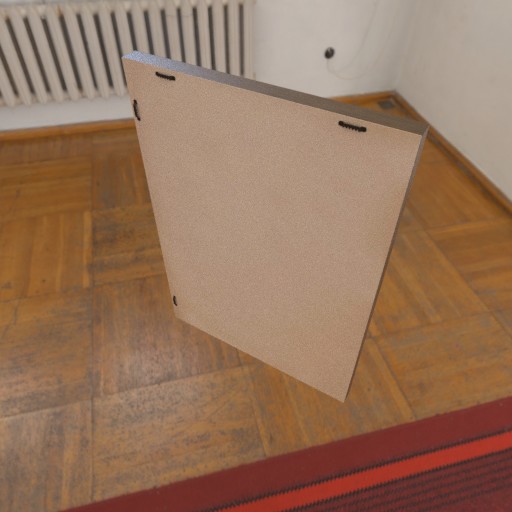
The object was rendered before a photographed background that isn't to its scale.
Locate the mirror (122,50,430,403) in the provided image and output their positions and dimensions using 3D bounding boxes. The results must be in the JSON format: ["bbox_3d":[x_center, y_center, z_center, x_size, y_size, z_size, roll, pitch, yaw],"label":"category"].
[{"bbox_3d":[0.000,0.000,0.911,0.507,0.710,0.040,23,49,21],"label":"mirror"}]
